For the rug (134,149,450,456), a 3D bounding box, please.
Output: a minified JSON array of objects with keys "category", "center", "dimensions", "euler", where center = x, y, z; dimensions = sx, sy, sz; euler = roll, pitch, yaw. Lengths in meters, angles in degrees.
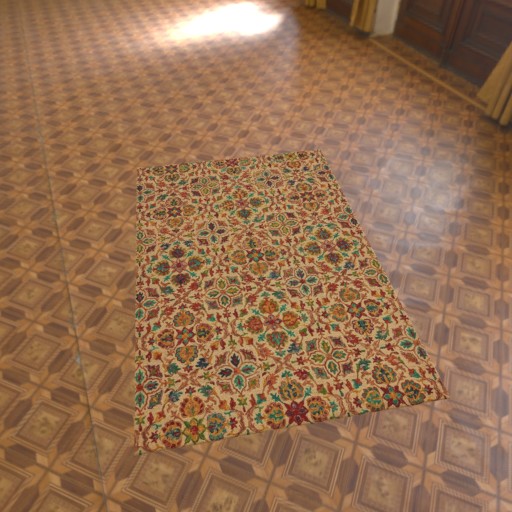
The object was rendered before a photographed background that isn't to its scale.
[{"category":"rug","center":[0.000,0.000,2.889],"dimensions":[1.541,0.018,2.297],"euler":[-7,46,-7]}]
